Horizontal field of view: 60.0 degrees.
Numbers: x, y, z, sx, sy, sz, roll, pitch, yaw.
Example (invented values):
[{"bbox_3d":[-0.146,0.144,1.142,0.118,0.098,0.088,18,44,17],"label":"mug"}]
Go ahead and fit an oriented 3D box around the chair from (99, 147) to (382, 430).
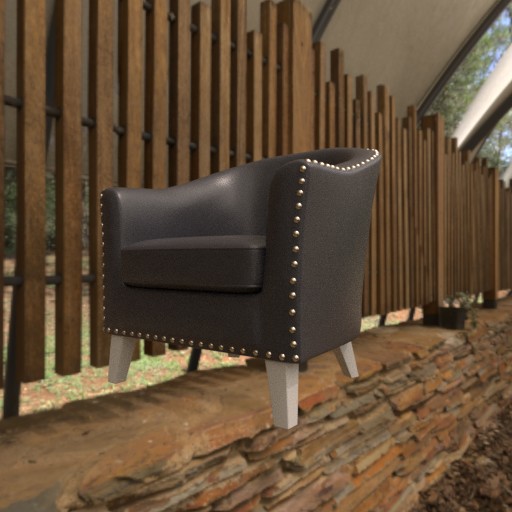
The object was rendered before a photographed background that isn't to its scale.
[{"bbox_3d":[0.000,0.000,1.503,0.794,0.823,0.748,0,0,36],"label":"chair"}]
